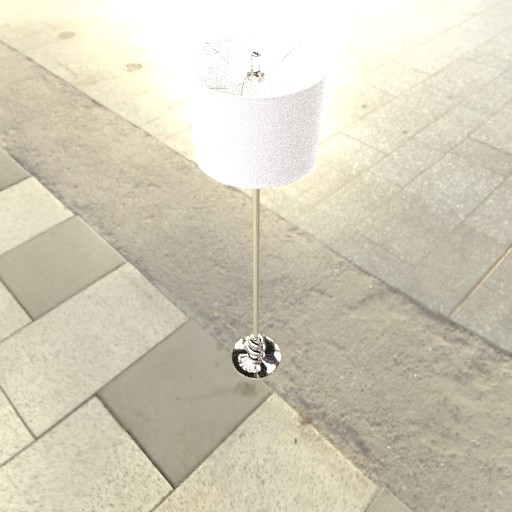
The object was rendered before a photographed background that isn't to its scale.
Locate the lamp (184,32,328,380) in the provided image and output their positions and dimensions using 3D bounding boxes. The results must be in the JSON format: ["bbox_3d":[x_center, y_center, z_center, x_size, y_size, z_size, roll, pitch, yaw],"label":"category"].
[{"bbox_3d":[0.000,0.000,1.628,0.356,1.487,0.356,34,56,27],"label":"lamp"}]
